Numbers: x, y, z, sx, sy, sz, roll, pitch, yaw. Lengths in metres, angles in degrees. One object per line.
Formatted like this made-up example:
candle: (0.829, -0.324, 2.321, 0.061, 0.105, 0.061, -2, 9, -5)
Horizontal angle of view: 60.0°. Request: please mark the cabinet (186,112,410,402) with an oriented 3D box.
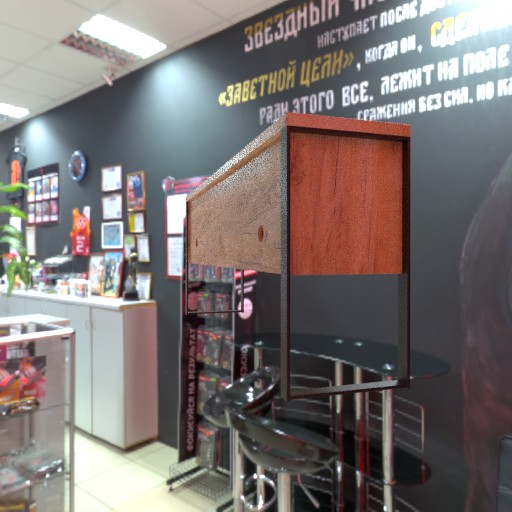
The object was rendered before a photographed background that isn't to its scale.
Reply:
cabinet: (0.000, 0.000, 2.082, 0.395, 0.762, 1.800, 0, 0, -17)
